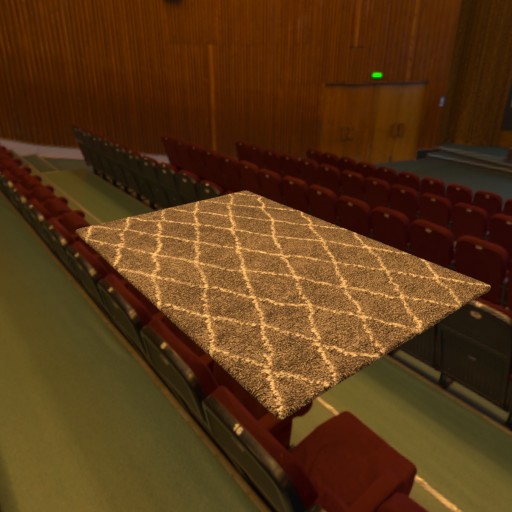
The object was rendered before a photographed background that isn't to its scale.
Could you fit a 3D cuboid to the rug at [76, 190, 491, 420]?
[{"bbox_3d":[0.000,0.000,2.224,1.219,0.030,1.778,-19,31,-34],"label":"rug"}]
